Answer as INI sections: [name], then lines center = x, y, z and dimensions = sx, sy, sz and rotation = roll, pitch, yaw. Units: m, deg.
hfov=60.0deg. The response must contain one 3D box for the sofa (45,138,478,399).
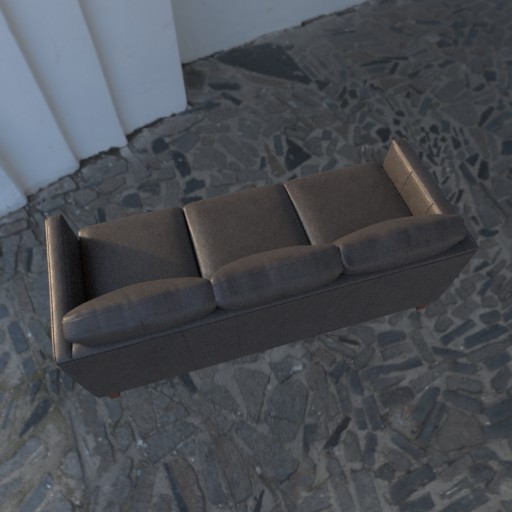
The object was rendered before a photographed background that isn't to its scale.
[sofa]
center = 0.000, 0.000, 2.941
dimensions = 2.464, 1.006, 1.045
rotation = -14, 59, -9
